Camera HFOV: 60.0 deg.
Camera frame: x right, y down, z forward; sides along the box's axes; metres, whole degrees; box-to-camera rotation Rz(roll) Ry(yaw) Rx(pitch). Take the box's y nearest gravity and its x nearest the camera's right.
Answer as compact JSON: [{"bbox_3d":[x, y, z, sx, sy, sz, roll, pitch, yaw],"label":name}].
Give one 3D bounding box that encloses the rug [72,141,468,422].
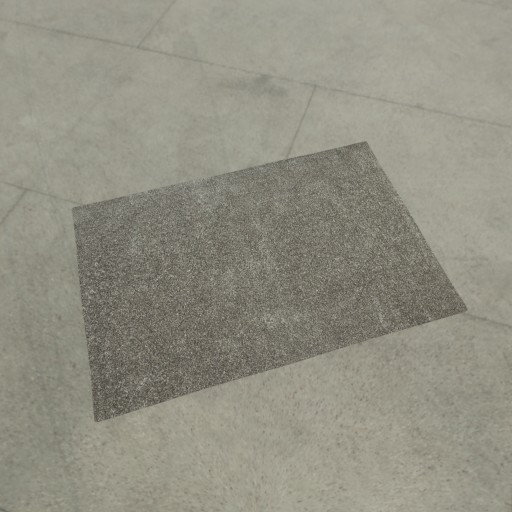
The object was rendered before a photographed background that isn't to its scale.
[{"bbox_3d":[0.000,0.000,3.492,2.699,0.026,1.802,-15,60,-9],"label":"rug"}]
